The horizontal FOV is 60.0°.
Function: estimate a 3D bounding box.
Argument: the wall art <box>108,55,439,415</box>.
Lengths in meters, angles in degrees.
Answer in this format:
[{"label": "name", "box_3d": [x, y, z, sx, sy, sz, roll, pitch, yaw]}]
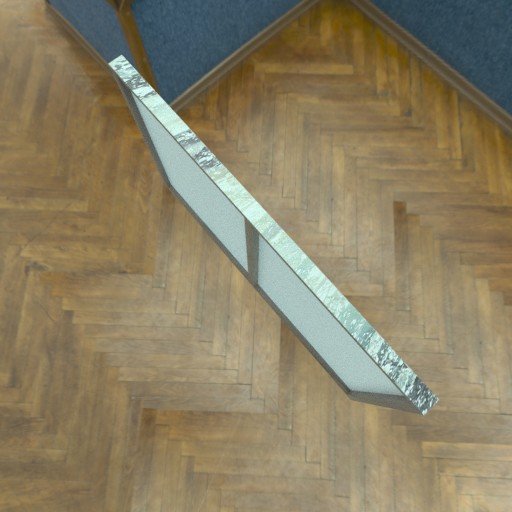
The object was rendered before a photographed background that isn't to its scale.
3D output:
[{"label": "wall art", "box_3d": [0.000, 0.000, 1.133, 0.038, 0.598, 0.919, -39, 78, -10]}]
